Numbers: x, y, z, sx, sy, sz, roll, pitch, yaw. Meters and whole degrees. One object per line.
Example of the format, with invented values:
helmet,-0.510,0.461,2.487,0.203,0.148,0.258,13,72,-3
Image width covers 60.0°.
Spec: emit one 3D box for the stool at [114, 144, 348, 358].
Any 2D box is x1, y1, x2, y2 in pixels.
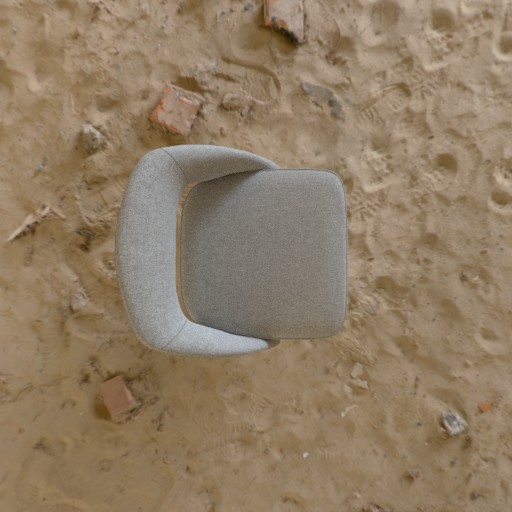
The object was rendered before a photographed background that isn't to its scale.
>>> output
stool,0.000,0.000,1.340,0.509,1.037,0.494,0,88,1
